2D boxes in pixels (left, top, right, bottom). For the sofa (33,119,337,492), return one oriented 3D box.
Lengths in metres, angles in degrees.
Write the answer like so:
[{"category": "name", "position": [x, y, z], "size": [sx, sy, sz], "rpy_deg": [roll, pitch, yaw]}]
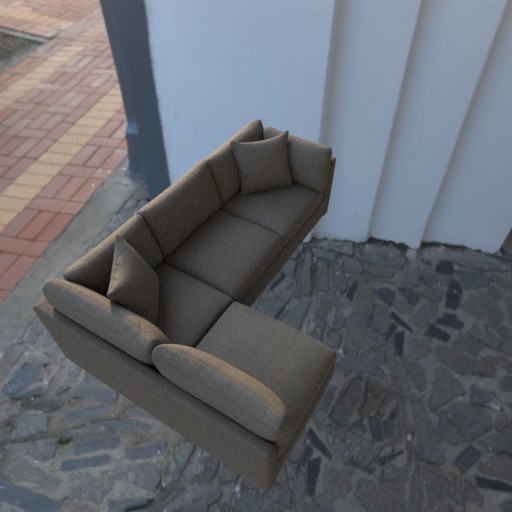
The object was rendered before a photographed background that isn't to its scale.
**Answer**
[{"category": "sofa", "position": [0.000, 0.000, 3.796], "size": [1.994, 0.978, 2.896], "rpy_deg": [24, 51, 22]}]
